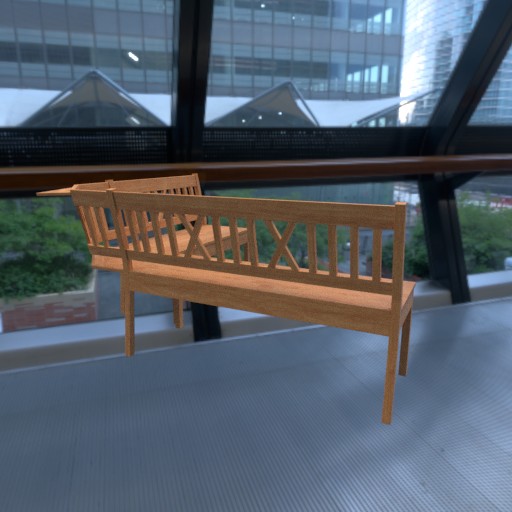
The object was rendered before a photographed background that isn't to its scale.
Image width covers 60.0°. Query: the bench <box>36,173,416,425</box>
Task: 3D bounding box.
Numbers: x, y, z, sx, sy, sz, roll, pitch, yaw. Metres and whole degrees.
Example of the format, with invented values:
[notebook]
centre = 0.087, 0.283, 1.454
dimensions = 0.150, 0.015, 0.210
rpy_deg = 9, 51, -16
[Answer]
[bench]
centre = 0.000, 0.000, 2.740
dimensions = 1.937, 0.902, 1.537
rpy_deg = 7, 15, 26
